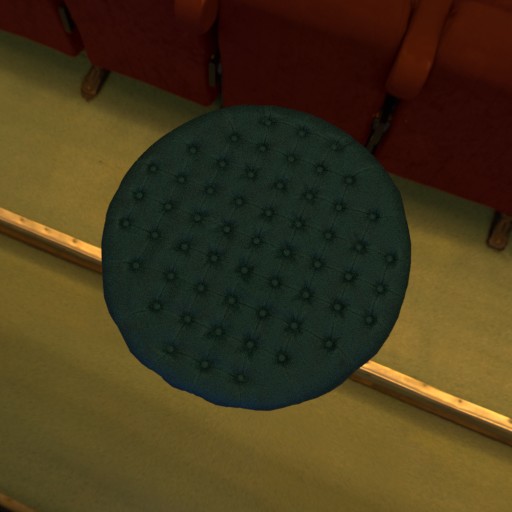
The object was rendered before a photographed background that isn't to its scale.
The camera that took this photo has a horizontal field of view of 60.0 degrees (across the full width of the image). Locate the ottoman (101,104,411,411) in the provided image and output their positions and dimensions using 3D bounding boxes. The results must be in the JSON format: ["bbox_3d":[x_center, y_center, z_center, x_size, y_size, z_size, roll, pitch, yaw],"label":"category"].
[{"bbox_3d":[0.000,0.000,1.524,0.998,0.398,0.998,0,76,0],"label":"ottoman"}]
